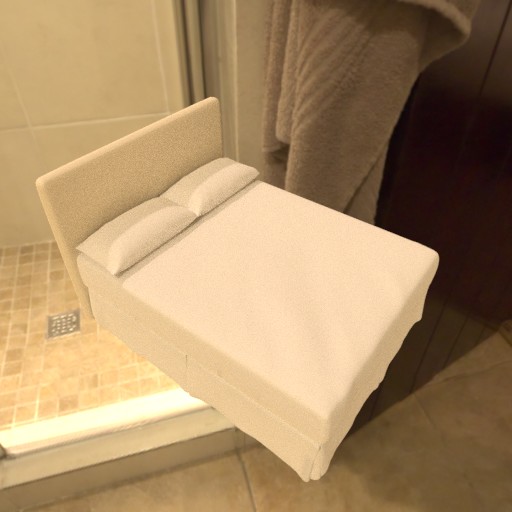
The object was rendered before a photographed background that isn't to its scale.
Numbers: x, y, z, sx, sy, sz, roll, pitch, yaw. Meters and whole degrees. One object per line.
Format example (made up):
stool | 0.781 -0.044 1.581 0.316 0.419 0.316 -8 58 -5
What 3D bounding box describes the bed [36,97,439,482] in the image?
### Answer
bed | 0.000 0.000 3.137 2.147 1.330 1.714 26 48 27
